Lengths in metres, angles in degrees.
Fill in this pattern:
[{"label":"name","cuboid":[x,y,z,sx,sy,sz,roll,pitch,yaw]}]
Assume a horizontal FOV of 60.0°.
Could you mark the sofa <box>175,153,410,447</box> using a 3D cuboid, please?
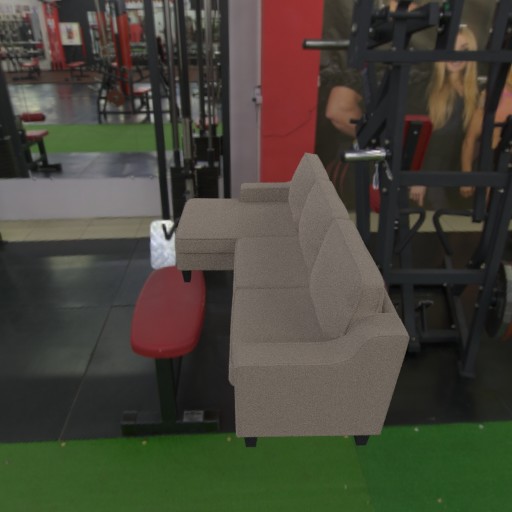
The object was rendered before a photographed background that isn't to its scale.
[{"label":"sofa","cuboid":[0.000,0.000,3.148,1.294,0.928,2.561,0,28,-1]}]
